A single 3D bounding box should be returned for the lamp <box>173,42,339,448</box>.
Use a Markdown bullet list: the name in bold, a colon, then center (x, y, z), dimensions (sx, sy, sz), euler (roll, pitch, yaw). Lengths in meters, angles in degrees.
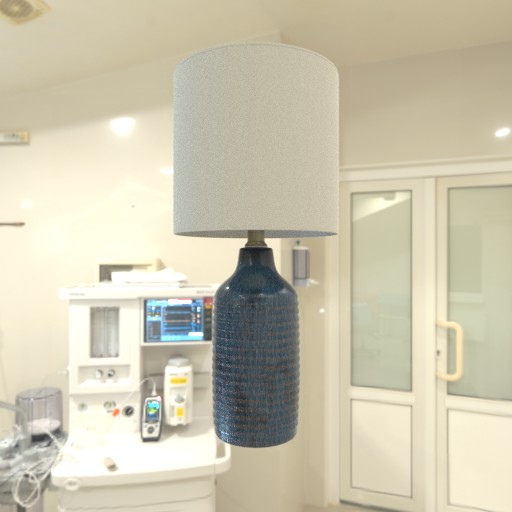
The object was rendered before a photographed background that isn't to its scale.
- **lamp**: center (0.000, 0.000, 0.601), dimensions (0.220, 0.475, 0.220), euler (0, 0, 0)
